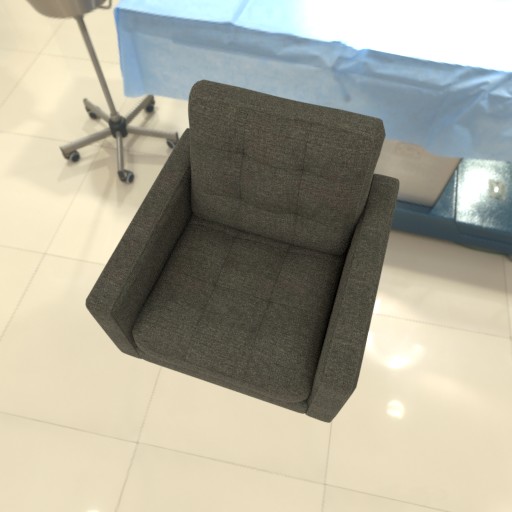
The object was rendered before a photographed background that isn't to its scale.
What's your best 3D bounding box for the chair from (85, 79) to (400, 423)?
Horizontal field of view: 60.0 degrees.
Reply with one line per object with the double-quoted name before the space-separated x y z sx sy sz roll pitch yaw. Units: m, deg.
"chair" 0.000 0.000 1.538 0.821 0.880 0.843 16 60 9
